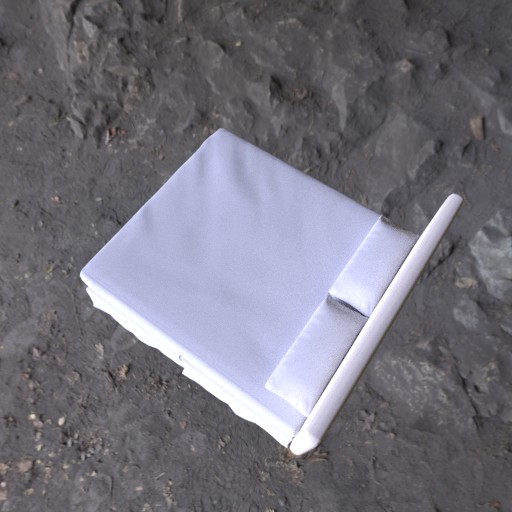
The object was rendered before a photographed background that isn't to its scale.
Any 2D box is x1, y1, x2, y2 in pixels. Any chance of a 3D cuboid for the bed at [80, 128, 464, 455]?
[{"bbox_3d":[0.000,0.000,3.704,2.341,1.317,2.119,32,68,15],"label":"bed"}]
